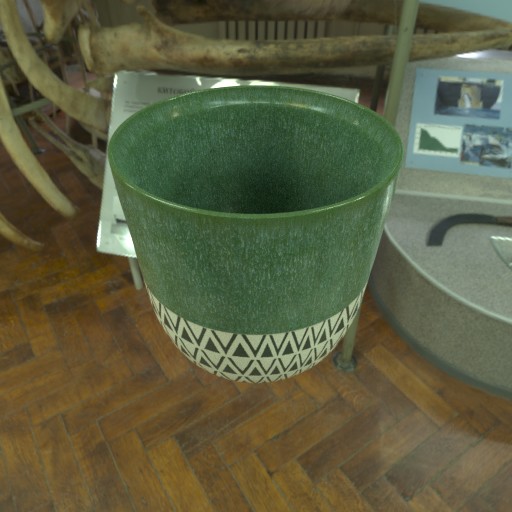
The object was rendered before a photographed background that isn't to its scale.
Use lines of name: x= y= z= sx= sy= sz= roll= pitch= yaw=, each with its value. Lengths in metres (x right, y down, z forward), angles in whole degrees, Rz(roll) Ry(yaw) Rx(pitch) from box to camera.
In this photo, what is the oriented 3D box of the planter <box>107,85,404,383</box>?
planter: x=0.000 y=0.000 z=0.368 sx=0.195 sy=0.214 sz=0.195 roll=0 pitch=40 yaw=0
